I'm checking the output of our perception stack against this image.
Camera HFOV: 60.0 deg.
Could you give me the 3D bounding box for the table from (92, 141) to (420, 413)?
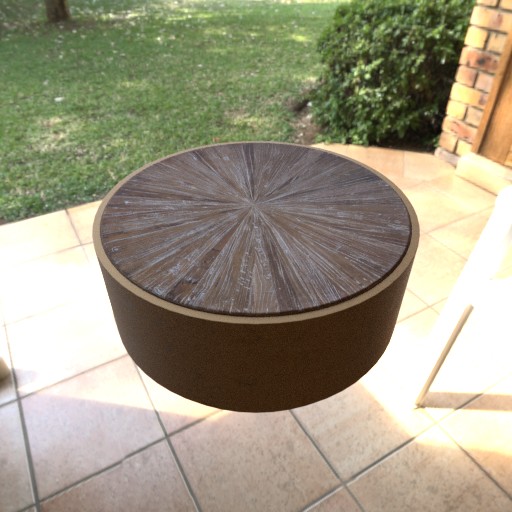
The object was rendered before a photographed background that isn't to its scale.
[{"bbox_3d":[0.000,0.000,1.532,1.001,0.409,1.001,0,39,0],"label":"table"}]
